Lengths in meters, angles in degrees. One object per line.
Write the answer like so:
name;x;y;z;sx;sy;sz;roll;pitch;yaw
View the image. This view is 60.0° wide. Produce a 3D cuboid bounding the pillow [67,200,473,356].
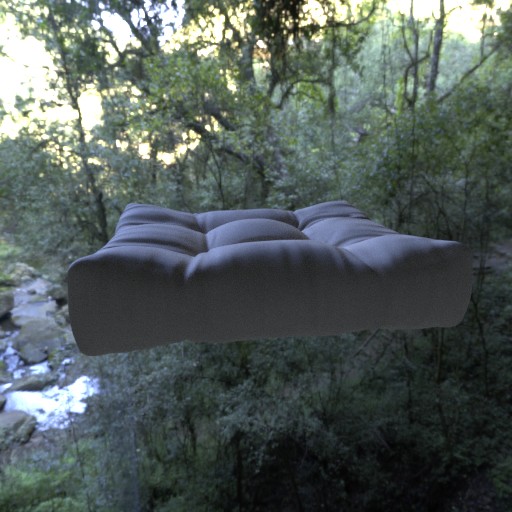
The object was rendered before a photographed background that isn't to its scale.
pillow;0.000;0.000;0.729;0.490;0.128;0.468;-2;15;-8
